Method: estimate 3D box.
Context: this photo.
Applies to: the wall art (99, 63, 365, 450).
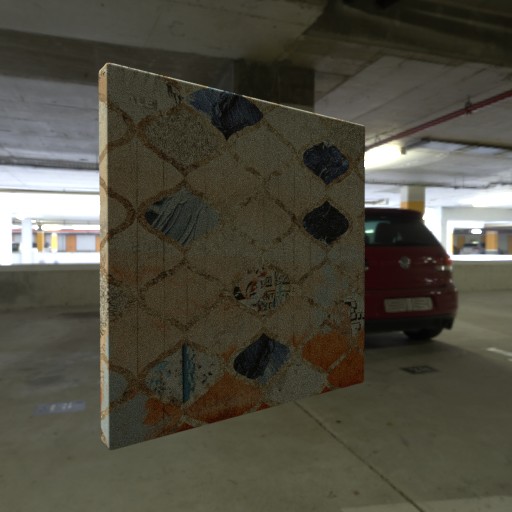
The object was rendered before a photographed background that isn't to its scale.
[{"bbox_3d":[0.000,0.000,0.741,0.507,0.508,0.038,-1,1,-36],"label":"wall art"}]
